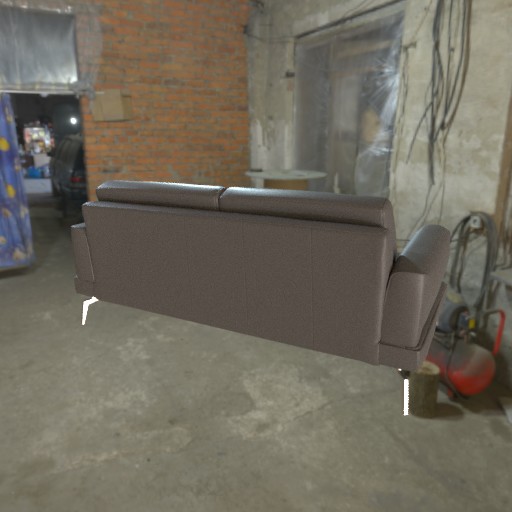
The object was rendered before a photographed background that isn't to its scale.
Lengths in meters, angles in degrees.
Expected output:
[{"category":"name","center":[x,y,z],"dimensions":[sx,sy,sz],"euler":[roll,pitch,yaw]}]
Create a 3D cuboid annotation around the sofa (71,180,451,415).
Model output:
[{"category":"sofa","center":[0.000,0.000,2.765],"dimensions":[2.177,0.930,1.121],"euler":[8,17,27]}]
